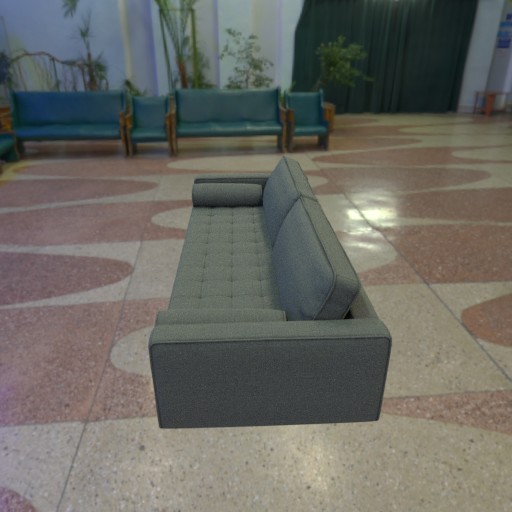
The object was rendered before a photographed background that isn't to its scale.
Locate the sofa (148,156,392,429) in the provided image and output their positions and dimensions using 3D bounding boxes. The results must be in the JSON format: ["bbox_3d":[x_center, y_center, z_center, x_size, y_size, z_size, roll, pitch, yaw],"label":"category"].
[{"bbox_3d":[0.000,0.000,2.652,0.914,0.762,2.198,-1,26,-2],"label":"sofa"}]
